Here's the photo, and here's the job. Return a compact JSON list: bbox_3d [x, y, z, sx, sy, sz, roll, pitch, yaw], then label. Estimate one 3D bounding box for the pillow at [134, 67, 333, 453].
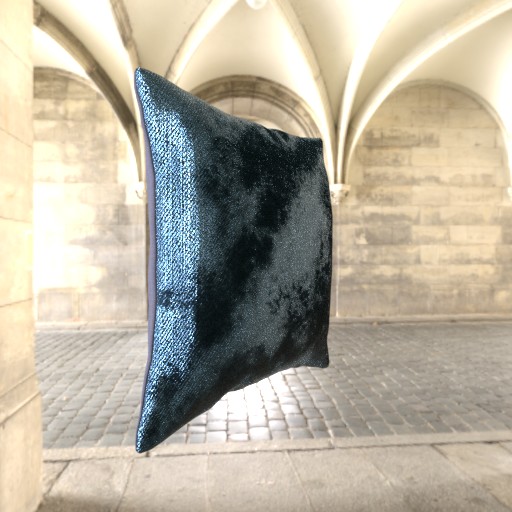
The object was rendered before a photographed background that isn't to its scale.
[{"bbox_3d":[0.000,0.000,0.656,0.138,0.430,0.436,0,0,37],"label":"pillow"}]
